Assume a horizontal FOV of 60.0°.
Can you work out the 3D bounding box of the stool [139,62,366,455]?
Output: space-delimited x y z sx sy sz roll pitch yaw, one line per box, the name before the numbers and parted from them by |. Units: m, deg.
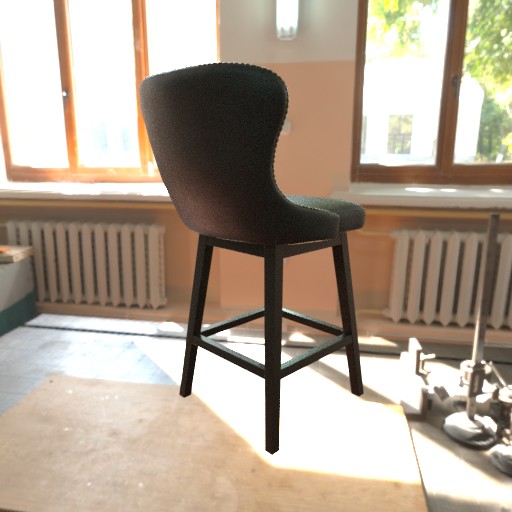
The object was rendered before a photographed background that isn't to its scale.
stool | 0.000 0.000 1.318 0.593 0.971 0.528 -13 18 -43
